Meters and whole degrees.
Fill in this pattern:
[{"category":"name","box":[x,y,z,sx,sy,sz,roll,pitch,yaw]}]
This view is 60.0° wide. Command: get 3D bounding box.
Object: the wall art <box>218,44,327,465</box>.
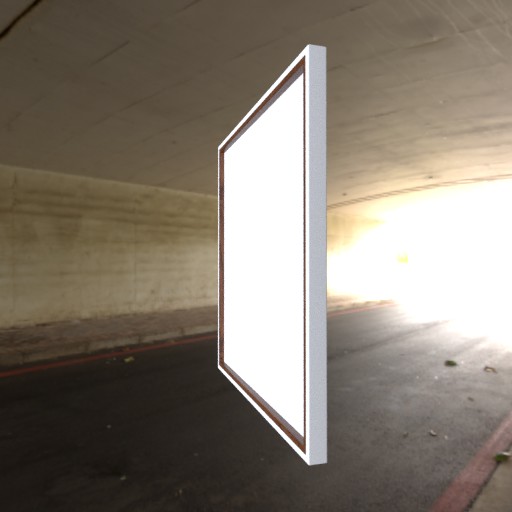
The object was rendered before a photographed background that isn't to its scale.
[{"category":"wall art","box":[0.000,0.000,1.548,0.049,1.009,1.009,0,-1,-17]}]
